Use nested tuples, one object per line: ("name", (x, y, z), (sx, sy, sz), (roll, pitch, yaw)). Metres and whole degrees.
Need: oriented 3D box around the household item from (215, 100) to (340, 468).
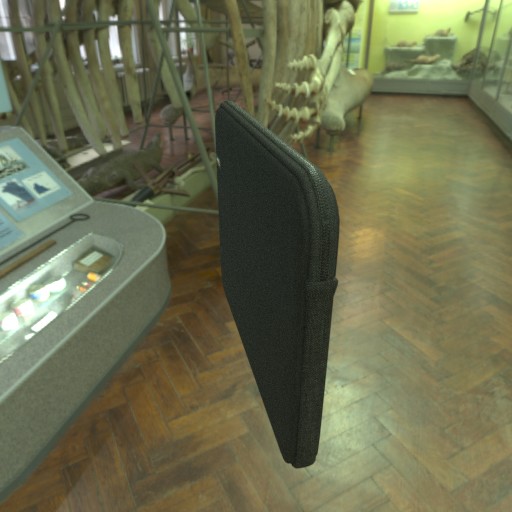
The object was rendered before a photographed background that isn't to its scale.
("household item", (0.000, 0.000, 0.521), (0.030, 0.305, 0.396), (-7, 29, -12))
